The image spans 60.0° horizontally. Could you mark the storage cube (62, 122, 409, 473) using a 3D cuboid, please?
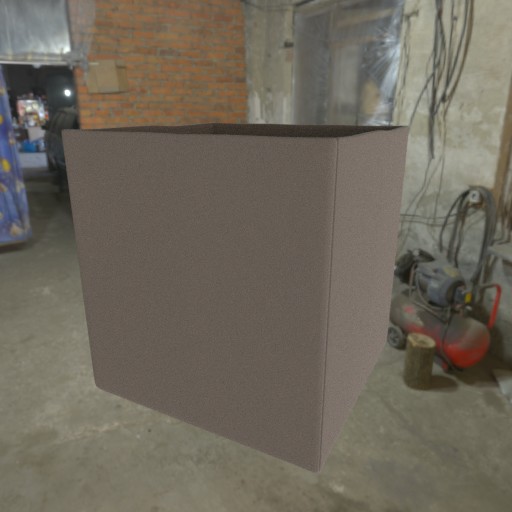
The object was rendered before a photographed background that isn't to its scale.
[{"bbox_3d":[0.000,0.000,0.501,0.270,0.280,0.270,10,21,27],"label":"storage cube"}]
